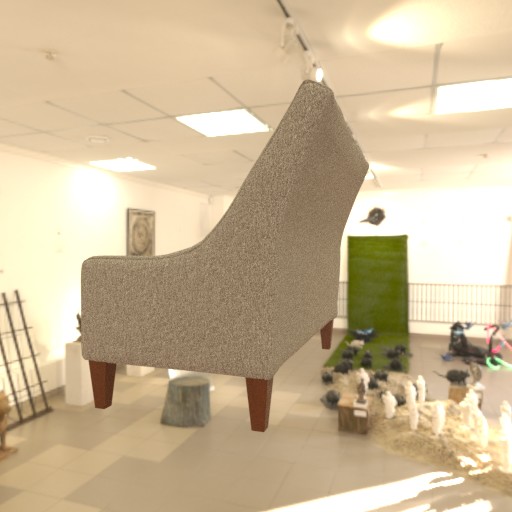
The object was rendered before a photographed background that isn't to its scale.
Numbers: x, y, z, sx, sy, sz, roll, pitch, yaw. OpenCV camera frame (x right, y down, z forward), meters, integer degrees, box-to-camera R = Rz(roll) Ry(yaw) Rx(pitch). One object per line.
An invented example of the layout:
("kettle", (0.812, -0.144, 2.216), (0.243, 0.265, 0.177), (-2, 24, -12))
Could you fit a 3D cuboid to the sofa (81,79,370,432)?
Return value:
("sofa", (0.000, 0.000, 1.935), (0.862, 1.026, 1.242), (0, 1, 19))
